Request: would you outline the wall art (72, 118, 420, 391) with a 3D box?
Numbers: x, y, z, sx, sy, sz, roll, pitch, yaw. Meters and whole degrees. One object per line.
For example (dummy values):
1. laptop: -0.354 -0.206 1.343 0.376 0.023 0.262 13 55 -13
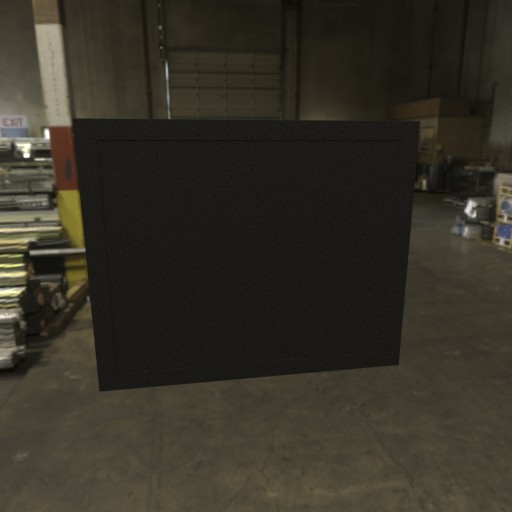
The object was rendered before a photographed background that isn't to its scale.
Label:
1. wall art: 0.000 0.000 0.561 0.404 0.329 0.024 -2 15 -10
